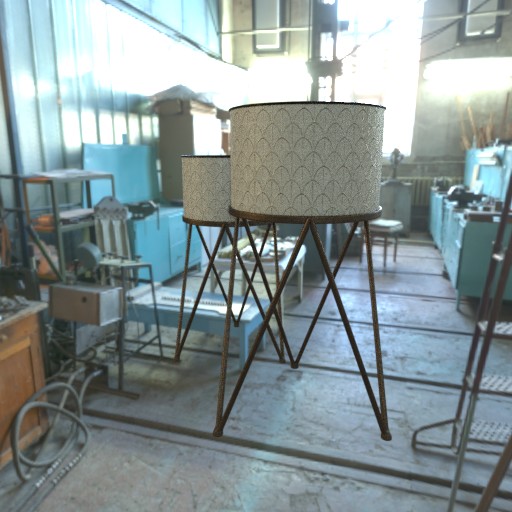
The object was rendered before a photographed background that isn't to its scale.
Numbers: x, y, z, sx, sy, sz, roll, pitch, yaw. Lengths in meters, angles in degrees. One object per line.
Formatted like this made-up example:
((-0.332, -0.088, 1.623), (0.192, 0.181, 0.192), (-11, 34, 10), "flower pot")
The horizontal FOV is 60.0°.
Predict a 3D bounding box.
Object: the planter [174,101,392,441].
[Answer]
((0.000, 0.000, 1.172), (0.413, 0.712, 0.769), (-7, 15, -27), "planter")
